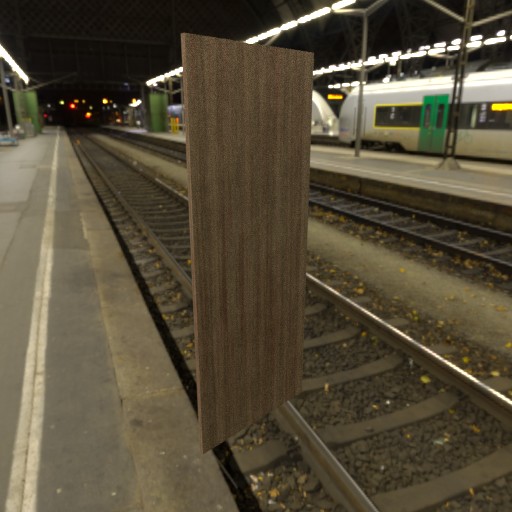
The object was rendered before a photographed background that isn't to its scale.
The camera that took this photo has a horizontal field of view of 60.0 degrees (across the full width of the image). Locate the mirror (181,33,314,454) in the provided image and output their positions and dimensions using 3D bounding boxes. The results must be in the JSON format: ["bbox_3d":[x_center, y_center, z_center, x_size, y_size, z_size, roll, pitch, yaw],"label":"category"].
[{"bbox_3d":[0.000,0.000,2.335,0.812,2.032,0.025,-16,23,-42],"label":"mirror"}]
